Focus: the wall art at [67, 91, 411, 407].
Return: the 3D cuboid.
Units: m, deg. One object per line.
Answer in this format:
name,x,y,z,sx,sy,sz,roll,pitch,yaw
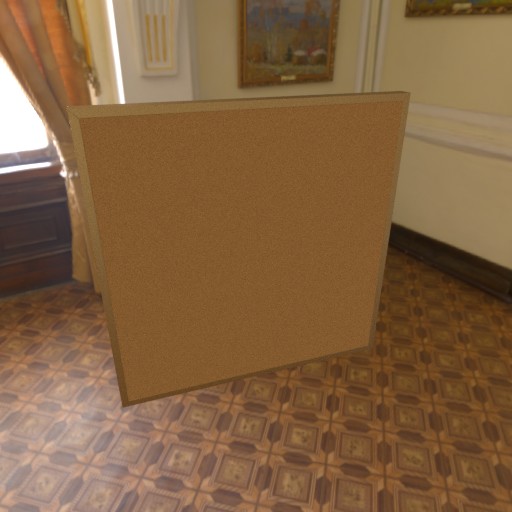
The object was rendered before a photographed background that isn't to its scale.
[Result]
wall art,0.000,0.000,1.130,0.762,0.762,0.038,-9,28,-17
